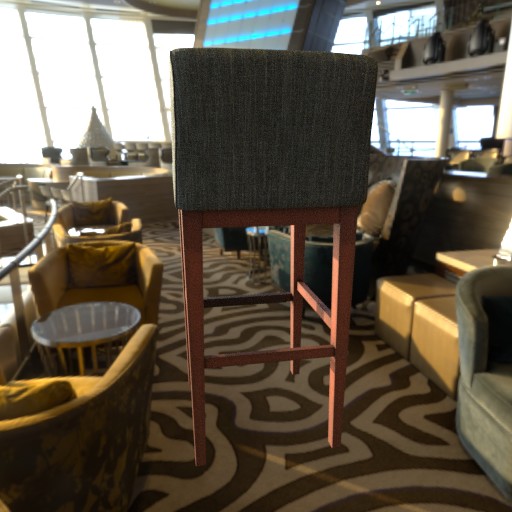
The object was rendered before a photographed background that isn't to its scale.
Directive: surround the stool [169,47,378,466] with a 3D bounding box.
[{"bbox_3d":[0.000,0.000,1.210,0.426,0.965,0.499,-3,15,-10],"label":"stool"}]
